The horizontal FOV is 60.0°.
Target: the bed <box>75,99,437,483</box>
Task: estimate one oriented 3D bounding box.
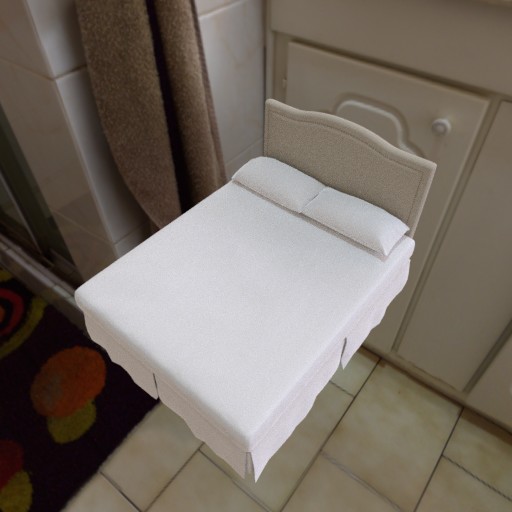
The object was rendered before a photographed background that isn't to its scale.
[{"bbox_3d":[0.000,0.000,3.683,1.977,1.437,2.477,31,54,26],"label":"bed"}]
